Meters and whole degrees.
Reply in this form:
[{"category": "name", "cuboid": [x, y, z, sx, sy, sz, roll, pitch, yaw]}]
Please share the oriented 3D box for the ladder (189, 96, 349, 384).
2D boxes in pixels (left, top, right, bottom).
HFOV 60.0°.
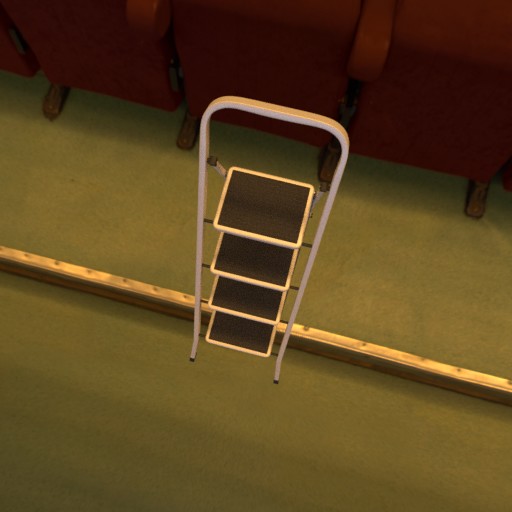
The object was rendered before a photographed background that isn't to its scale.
[{"category": "ladder", "cuboid": [0.000, 0.000, 1.711, 0.460, 1.265, 0.914, 14, 76, 3]}]
